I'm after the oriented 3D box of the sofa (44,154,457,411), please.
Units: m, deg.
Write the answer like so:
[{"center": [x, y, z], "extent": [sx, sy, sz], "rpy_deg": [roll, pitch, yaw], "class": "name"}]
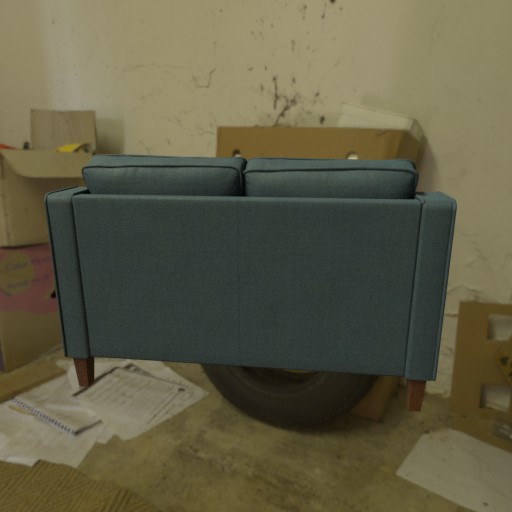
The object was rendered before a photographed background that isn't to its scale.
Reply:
[{"center": [0.000, 0.000, 2.136], "extent": [1.501, 0.971, 0.987], "rpy_deg": [2, 15, 7], "class": "sofa"}]
